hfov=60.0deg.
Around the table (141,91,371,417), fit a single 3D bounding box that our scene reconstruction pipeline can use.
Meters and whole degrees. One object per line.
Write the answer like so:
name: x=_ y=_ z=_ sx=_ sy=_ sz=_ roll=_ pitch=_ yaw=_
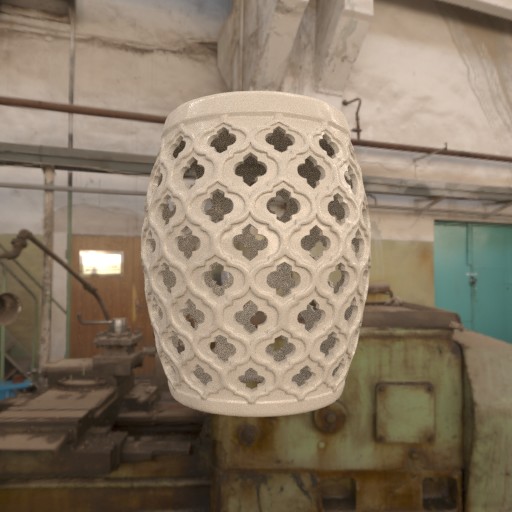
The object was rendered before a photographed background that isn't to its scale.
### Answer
table: x=0.000 y=0.000 z=0.646 sx=0.325 sy=0.388 sz=0.325 roll=0 pitch=-2 yaw=0
